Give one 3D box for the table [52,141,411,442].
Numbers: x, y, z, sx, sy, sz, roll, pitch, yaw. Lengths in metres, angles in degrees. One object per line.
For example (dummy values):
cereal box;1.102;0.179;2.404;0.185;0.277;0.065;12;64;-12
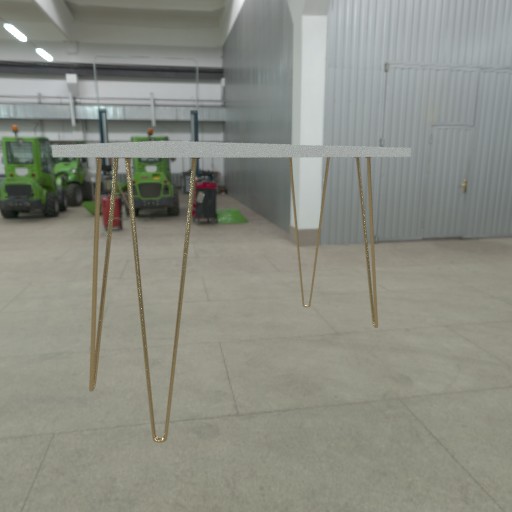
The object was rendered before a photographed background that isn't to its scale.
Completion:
table;0.000;0.000;1.381;0.498;0.660;0.991;12;17;43
